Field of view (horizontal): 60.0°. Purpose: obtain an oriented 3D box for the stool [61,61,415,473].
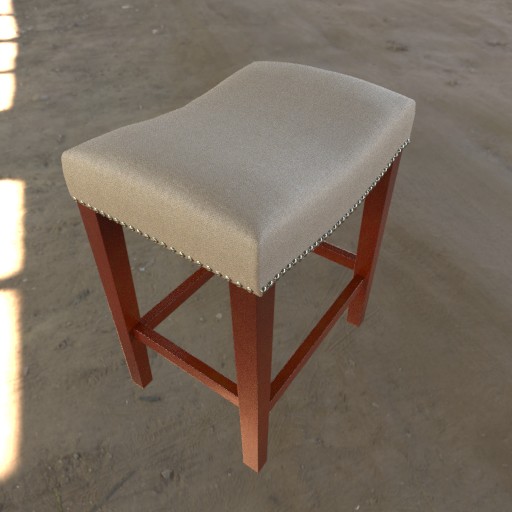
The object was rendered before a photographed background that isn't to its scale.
[{"bbox_3d":[0.000,0.000,0.917,0.375,0.632,0.509,25,48,26],"label":"stool"}]
